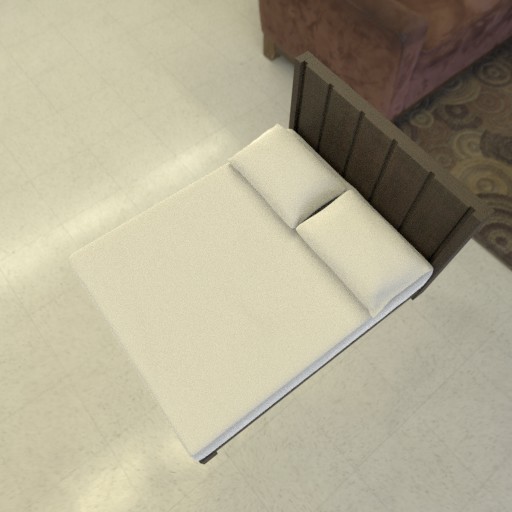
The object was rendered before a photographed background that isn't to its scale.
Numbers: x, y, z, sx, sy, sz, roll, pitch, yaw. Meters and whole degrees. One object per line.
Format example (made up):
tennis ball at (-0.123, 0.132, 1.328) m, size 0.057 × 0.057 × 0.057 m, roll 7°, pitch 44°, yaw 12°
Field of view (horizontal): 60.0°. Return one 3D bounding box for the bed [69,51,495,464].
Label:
bed at (0.000, 0.000, 3.195) m, size 2.242 × 1.270 × 1.727 m, roll -34°, pitch 68°, yaw -16°
